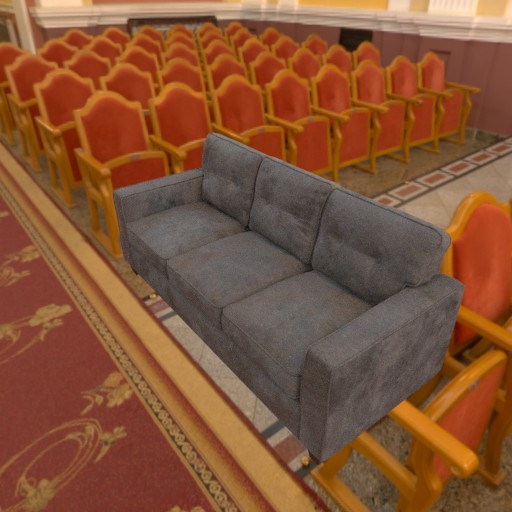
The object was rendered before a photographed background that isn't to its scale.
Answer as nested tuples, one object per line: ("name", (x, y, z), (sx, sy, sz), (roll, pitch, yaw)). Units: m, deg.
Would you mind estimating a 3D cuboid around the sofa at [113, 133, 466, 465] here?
("sofa", (0.000, 0.000, 2.670), (0.939, 0.965, 2.133), (-22, 38, -31))
